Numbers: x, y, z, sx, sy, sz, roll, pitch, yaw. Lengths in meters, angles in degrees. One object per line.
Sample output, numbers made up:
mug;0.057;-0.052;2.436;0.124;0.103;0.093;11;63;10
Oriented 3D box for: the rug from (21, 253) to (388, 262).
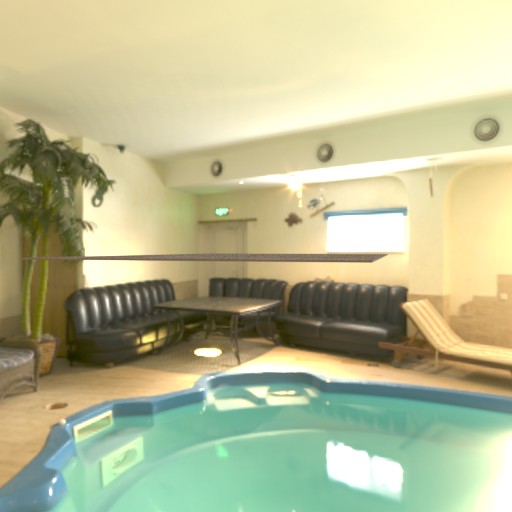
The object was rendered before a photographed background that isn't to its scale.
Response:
rug;0.000;0.000;2.896;1.600;0.008;2.235;0;1;18
